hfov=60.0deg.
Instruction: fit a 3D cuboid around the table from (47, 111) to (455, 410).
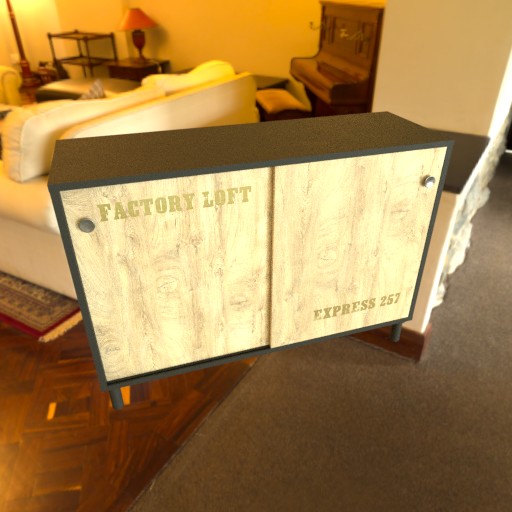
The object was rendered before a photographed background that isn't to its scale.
[{"bbox_3d":[0.000,0.000,1.620,1.200,0.855,0.400,-10,33,-15],"label":"table"}]
